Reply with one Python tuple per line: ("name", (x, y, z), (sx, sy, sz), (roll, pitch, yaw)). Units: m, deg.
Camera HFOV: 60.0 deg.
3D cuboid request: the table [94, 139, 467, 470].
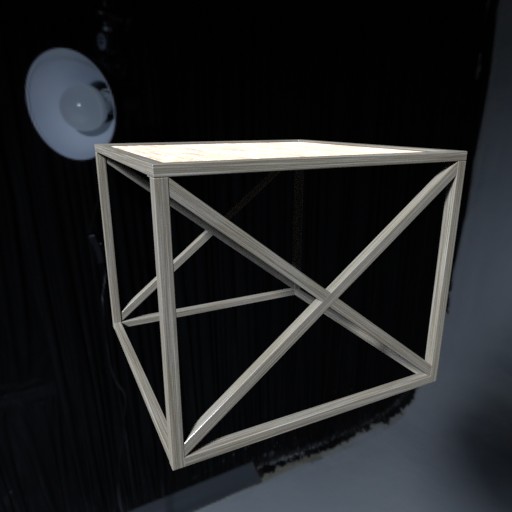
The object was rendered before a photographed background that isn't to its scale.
("table", (0.000, 0.000, 1.061), (0.611, 0.507, 0.609), (-8, 19, -25))
